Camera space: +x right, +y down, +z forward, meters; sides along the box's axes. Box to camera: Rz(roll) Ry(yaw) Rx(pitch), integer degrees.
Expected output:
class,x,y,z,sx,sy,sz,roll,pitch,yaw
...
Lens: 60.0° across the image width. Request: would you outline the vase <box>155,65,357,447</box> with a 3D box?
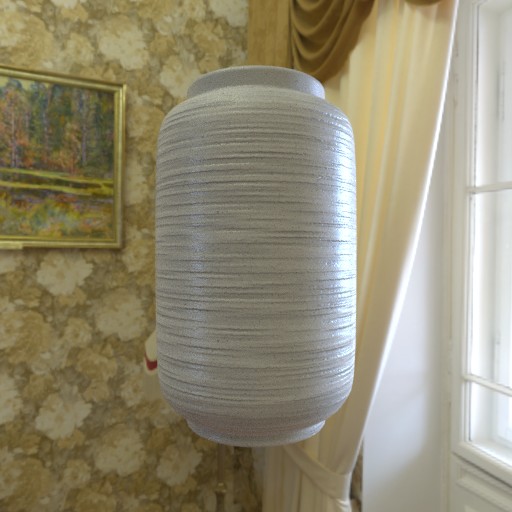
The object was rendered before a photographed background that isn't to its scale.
class,x,y,z,sx,sy,sz,roll,pitch,yaw
vase,0.000,0.000,0.456,0.202,0.335,0.202,0,1,0
